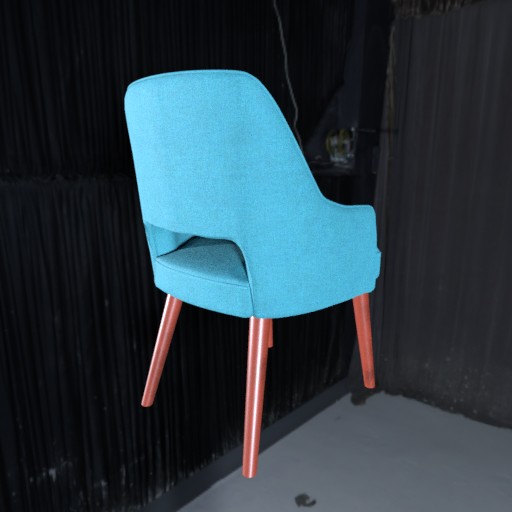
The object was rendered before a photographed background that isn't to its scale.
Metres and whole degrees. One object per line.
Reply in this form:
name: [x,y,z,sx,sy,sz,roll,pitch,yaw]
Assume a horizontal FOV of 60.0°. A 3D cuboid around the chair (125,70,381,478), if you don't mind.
chair: [0.000,0.000,1.193,0.548,0.849,0.605,12,18,42]
